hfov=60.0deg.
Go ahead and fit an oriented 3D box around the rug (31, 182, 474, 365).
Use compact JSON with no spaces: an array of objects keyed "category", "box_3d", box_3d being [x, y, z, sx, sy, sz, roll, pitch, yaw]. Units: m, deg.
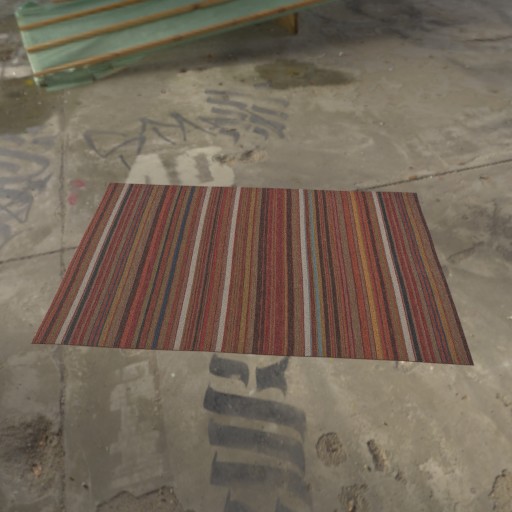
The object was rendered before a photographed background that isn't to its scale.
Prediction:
[{"category":"rug","box_3d":[0.000,0.000,2.966,2.438,0.008,1.523,2,45,2]}]
